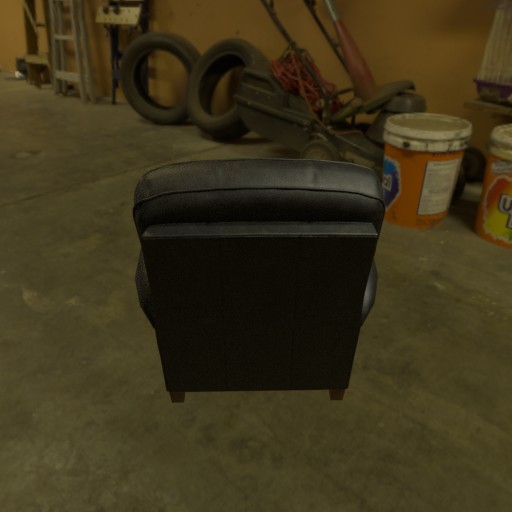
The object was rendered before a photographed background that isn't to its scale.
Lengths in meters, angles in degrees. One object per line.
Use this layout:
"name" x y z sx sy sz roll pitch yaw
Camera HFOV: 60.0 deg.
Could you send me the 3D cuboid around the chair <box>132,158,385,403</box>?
"chair" 0.000 0.000 1.825 0.936 1.018 0.986 -1 29 -1
